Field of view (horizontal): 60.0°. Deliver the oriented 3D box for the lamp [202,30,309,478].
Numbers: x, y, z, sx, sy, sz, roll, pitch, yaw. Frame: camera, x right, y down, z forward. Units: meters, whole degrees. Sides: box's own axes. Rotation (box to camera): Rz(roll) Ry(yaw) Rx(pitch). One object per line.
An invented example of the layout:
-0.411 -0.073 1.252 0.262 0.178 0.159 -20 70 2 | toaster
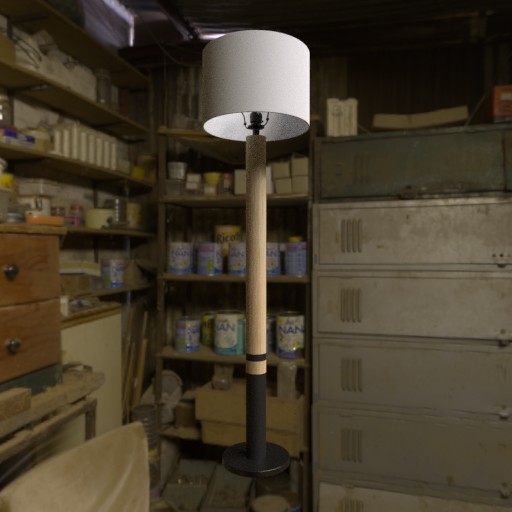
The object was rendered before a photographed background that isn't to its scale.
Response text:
0.000 0.000 1.595 0.381 1.478 0.381 0 0 17 | lamp
